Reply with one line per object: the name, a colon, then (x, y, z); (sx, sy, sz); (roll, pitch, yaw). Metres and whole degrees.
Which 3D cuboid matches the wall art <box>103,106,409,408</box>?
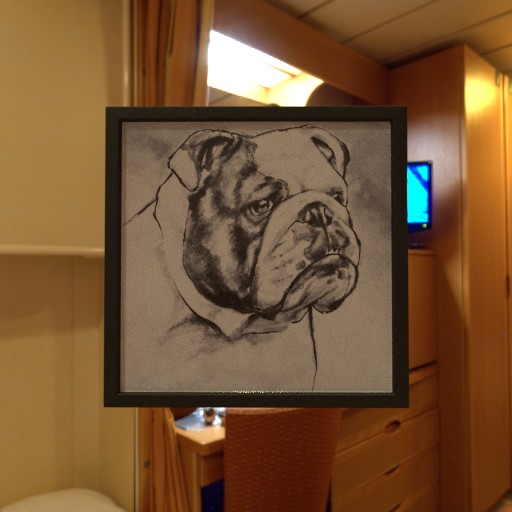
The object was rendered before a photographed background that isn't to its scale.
wall art: (0.000, 0.000, 0.975); (0.663, 0.659, 0.016); (0, -1, 0)
